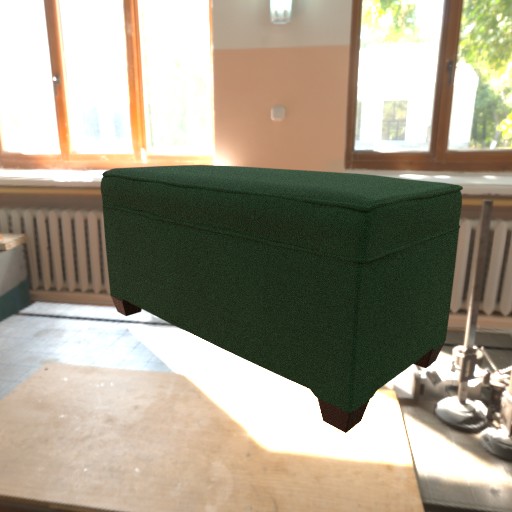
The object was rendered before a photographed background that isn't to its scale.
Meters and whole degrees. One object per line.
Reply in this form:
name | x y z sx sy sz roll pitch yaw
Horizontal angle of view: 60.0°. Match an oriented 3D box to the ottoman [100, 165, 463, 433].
ottoman | 0.000 0.000 1.237 0.957 0.471 0.483 14 20 43
